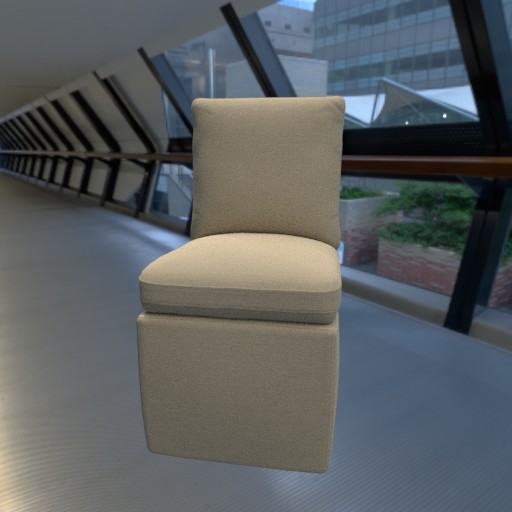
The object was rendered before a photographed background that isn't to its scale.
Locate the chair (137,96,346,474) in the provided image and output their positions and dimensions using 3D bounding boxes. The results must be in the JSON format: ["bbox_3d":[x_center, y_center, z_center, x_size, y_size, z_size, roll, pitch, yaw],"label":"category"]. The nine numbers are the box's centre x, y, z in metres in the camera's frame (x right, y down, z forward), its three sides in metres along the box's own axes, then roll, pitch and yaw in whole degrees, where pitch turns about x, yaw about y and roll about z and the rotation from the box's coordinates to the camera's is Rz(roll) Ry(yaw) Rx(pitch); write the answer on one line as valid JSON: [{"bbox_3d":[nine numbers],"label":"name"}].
[{"bbox_3d":[0.000,0.000,1.317,0.503,0.927,0.698,2,15,9],"label":"chair"}]
